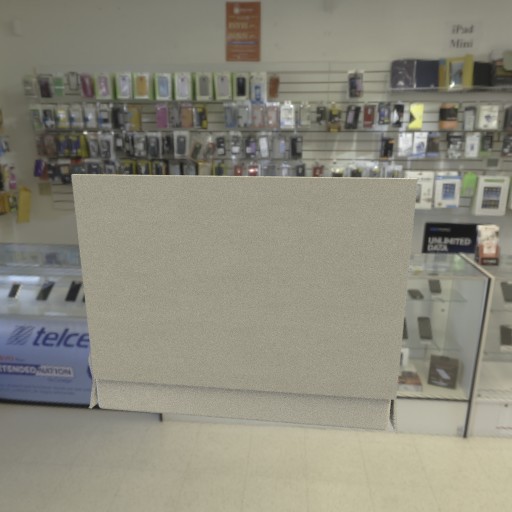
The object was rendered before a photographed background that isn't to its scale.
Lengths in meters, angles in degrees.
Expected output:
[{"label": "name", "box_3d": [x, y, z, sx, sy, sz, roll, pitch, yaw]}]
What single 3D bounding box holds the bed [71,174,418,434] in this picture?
[{"label": "bed", "box_3d": [0.000, 0.000, 3.211, 1.745, 1.335, 2.094, 2, 16, 7]}]
